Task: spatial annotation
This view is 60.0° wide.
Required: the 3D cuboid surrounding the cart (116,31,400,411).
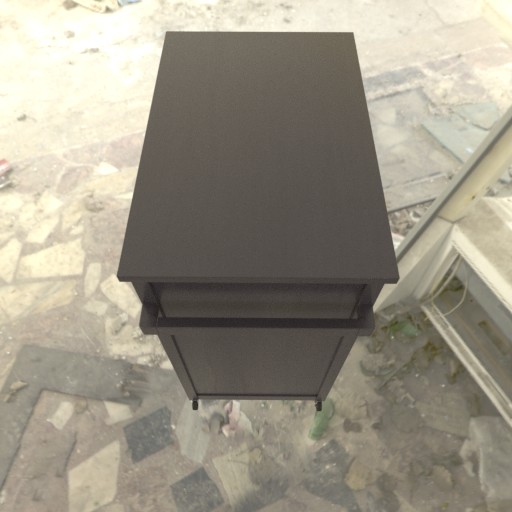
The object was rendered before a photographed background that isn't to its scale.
[{"bbox_3d":[0.000,0.000,1.223,0.449,0.878,0.690,0,58,0],"label":"cart"}]
